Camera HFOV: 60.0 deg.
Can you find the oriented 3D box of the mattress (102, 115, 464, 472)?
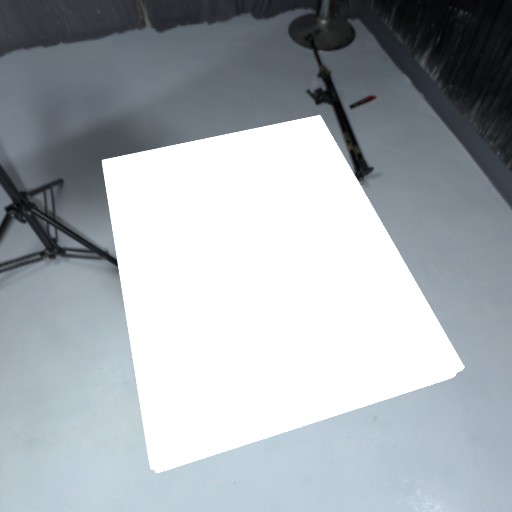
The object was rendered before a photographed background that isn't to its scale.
[{"bbox_3d":[0.000,0.000,2.697,1.600,0.200,2.000,-14,58,-9],"label":"mattress"}]
